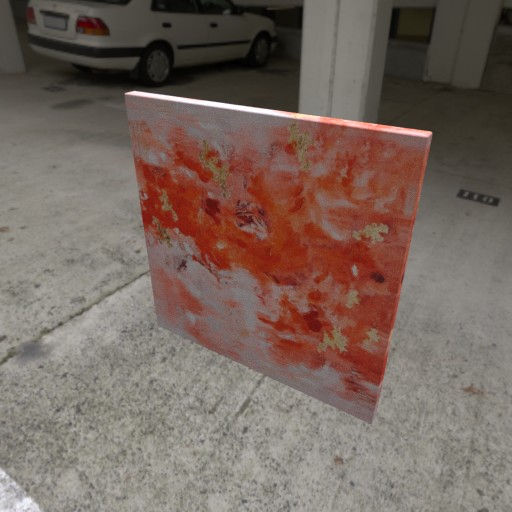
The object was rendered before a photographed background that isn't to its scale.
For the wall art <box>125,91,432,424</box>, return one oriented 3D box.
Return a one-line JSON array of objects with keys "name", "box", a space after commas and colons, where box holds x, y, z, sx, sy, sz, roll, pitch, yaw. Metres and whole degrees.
[{"name": "wall art", "box": [0.000, 0.000, 1.152, 0.747, 0.746, 0.064, 18, 35, 28]}]
